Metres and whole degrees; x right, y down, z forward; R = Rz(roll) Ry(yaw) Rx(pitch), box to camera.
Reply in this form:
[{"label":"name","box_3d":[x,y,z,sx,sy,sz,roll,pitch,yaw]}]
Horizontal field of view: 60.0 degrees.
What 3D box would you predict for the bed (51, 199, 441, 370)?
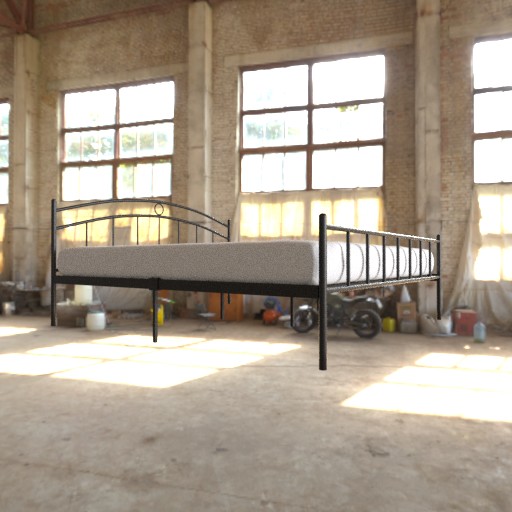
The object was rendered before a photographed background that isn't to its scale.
[{"label":"bed","box_3d":[0.000,0.000,3.127,2.040,0.940,1.880,0,-1,36]}]
